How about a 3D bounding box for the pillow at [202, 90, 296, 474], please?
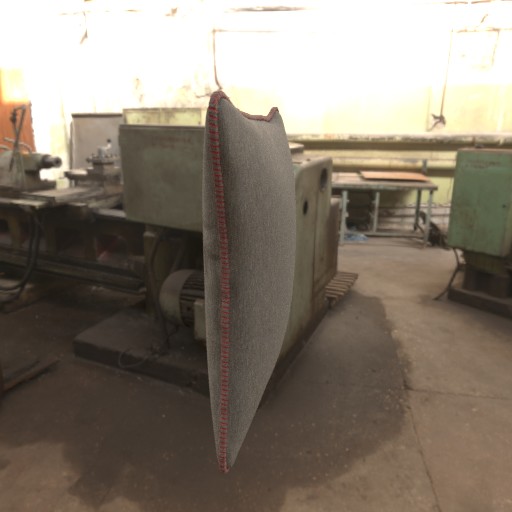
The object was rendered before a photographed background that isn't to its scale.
[{"bbox_3d":[0.000,0.000,0.741,0.124,0.491,0.482,3,17,10],"label":"pillow"}]
